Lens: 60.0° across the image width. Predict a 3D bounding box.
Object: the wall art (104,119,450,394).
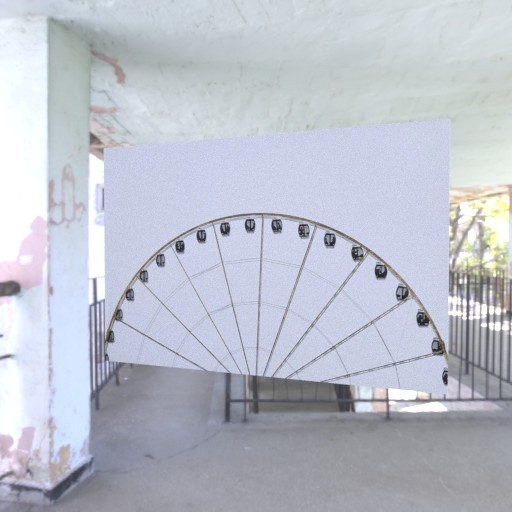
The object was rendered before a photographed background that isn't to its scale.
[{"bbox_3d":[0.000,0.000,1.431,1.144,0.767,0.038,0,1,19],"label":"wall art"}]
